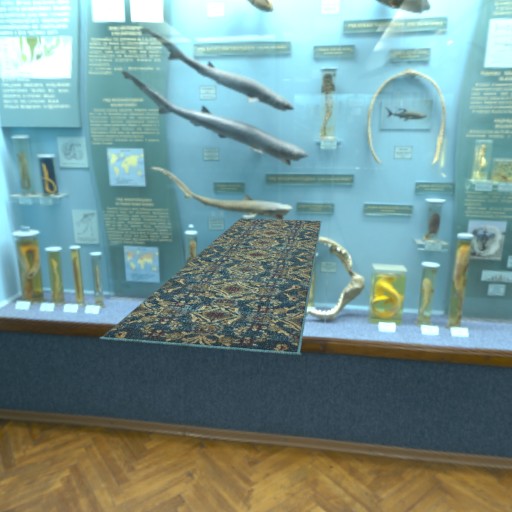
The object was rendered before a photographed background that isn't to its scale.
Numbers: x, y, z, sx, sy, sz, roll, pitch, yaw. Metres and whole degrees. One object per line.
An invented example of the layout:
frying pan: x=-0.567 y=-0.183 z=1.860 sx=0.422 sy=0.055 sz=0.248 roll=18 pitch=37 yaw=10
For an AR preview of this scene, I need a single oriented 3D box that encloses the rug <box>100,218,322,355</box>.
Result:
rug: x=0.000 y=0.000 z=2.538 sx=0.685 sy=0.014 sz=2.292 roll=3 pitch=15 yaw=9
